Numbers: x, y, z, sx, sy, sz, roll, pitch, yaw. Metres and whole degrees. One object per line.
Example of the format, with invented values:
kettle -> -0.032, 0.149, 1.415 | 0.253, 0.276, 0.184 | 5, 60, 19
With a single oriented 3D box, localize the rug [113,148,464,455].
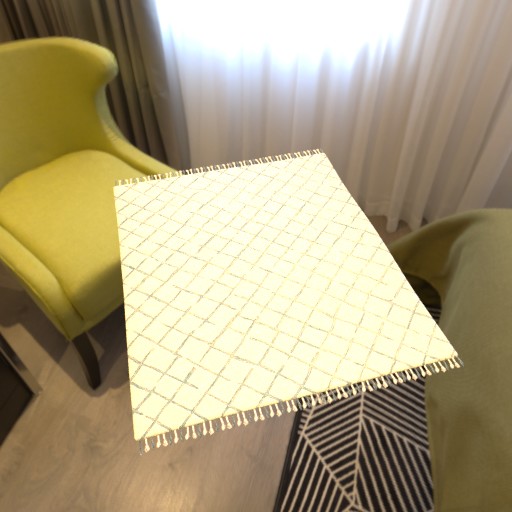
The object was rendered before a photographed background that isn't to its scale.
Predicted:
rug -> 0.000, 0.000, 4.856 | 2.892, 0.036, 3.585 | -11, 48, -10
